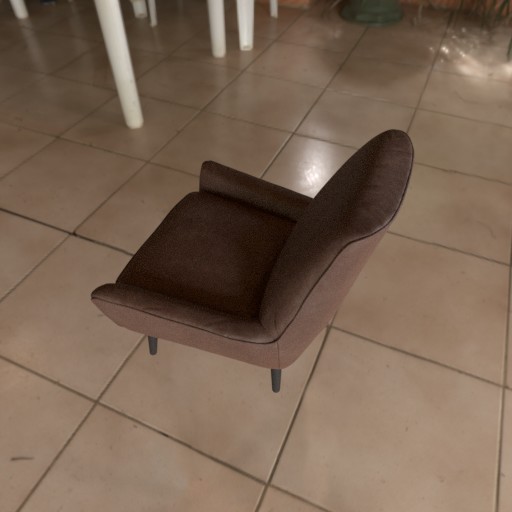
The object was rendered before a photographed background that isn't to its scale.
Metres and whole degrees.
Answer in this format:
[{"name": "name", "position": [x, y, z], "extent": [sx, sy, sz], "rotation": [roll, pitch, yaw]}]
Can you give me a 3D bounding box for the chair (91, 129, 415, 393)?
[{"name": "chair", "position": [0.000, 0.000, 1.520], "extent": [0.824, 0.888, 0.787], "rotation": [17, 49, 15]}]
